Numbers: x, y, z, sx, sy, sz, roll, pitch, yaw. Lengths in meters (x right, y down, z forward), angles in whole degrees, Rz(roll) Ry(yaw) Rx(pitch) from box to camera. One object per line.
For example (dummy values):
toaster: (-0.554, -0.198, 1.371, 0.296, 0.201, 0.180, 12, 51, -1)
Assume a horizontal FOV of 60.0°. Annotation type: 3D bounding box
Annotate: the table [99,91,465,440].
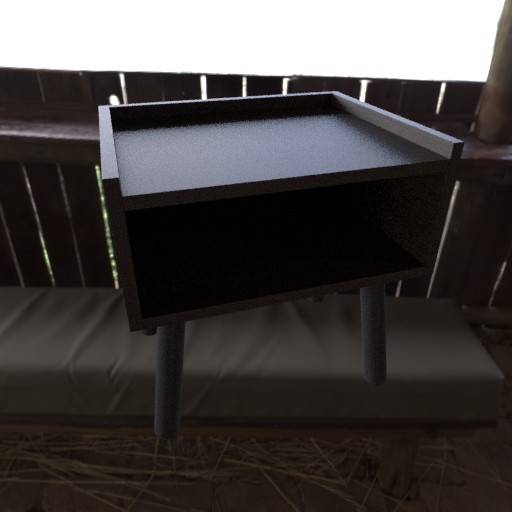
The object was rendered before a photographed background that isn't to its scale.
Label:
table: (0.000, 0.000, 0.786, 0.450, 0.470, 0.370, -9, 32, -15)
